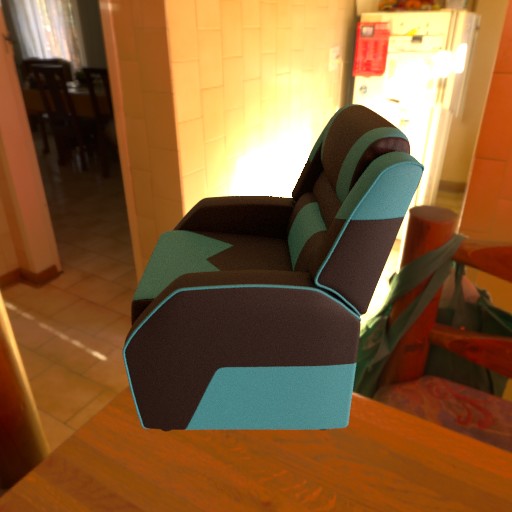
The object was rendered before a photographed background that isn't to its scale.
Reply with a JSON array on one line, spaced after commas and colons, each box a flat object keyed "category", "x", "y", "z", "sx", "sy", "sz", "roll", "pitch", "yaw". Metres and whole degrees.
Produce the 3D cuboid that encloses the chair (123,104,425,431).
[{"category": "chair", "x": 0.000, "y": 0.000, "z": 1.300, "sx": 0.672, "sy": 0.805, "sz": 0.620, "roll": 0, "pitch": 27, "yaw": 0}]
